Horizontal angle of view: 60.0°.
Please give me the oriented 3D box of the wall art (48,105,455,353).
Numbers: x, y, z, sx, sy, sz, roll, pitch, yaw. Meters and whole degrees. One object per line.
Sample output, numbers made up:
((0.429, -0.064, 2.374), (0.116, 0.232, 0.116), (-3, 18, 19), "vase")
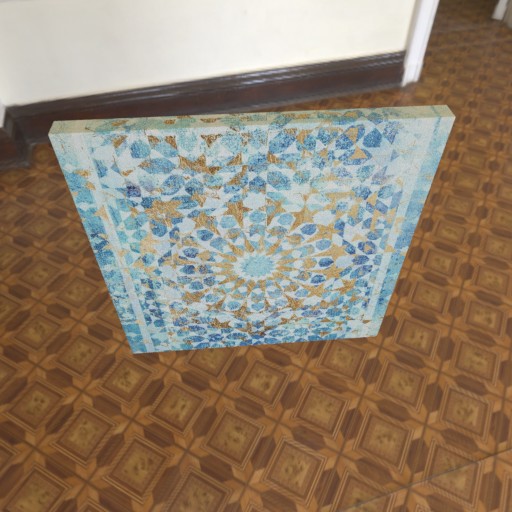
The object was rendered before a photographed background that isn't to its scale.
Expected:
((0.000, 0.000, 0.894), (0.609, 0.609, 0.040), (-3, 47, -3), "wall art")
